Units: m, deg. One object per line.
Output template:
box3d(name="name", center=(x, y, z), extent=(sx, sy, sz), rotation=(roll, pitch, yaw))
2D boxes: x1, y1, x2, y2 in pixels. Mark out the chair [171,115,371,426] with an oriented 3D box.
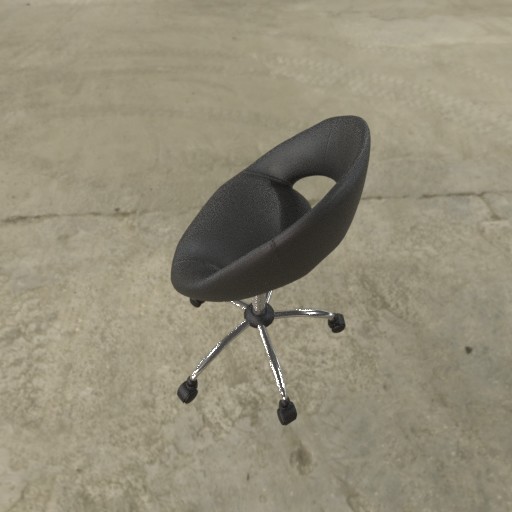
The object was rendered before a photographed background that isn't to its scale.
box3d(name="chair", center=(0.000, 0.000, 1.196), extent=(0.538, 0.791, 0.612), rotation=(17, 49, 15))
